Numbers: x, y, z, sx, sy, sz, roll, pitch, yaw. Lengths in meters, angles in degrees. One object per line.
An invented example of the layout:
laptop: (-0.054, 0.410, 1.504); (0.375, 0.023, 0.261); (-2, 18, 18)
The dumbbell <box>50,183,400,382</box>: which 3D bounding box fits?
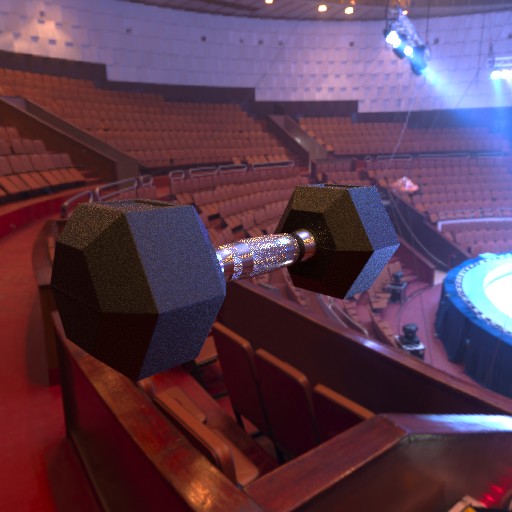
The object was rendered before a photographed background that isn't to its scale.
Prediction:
dumbbell: (0.000, 0.000, 0.327); (0.272, 0.092, 0.106); (-13, 18, -43)
